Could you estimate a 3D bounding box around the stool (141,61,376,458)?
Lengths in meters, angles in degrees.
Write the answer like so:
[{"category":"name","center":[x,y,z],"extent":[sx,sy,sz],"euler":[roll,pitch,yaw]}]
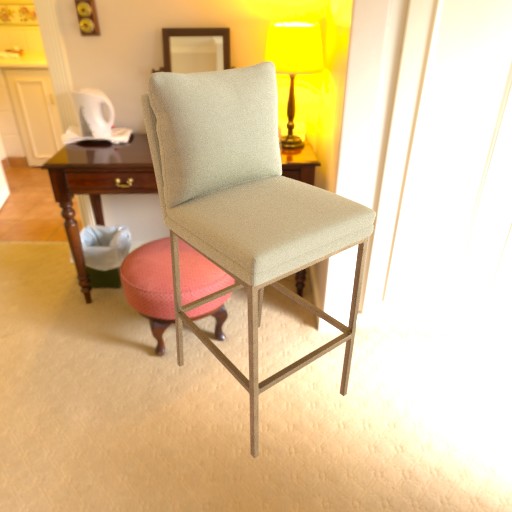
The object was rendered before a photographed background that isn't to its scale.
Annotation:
[{"category":"stool","center":[0.000,0.000,1.463],"extent":[0.463,1.125,0.572],"euler":[-21,36,-32]}]
